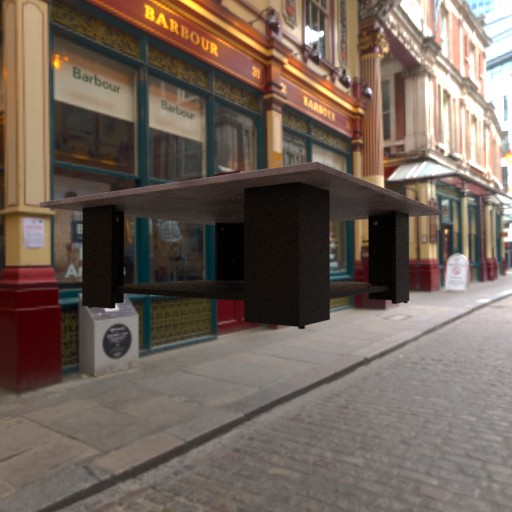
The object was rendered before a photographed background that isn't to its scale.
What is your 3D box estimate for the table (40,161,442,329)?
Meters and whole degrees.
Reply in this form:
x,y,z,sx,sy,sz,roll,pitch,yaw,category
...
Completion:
x,y,z,sx,sy,sz,roll,pitch,yaw,category
0.000,0.000,1.373,0.890,0.305,0.890,-1,-1,35,table
